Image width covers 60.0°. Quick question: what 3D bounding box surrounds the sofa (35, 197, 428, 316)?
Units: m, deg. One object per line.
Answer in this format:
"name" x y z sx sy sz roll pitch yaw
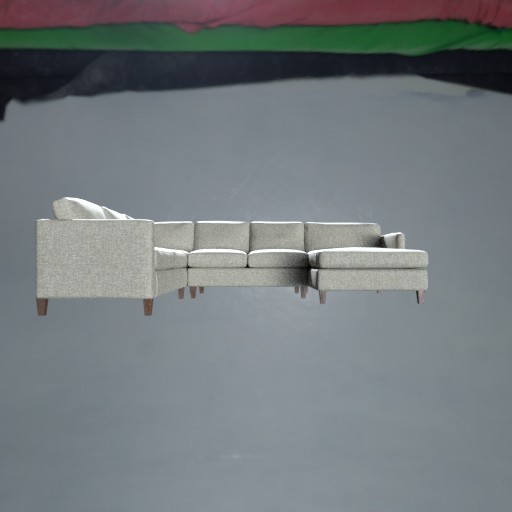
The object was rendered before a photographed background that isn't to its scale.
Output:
"sofa" 0.000 0.000 4.681 3.460 0.959 2.593 0 -1 0
